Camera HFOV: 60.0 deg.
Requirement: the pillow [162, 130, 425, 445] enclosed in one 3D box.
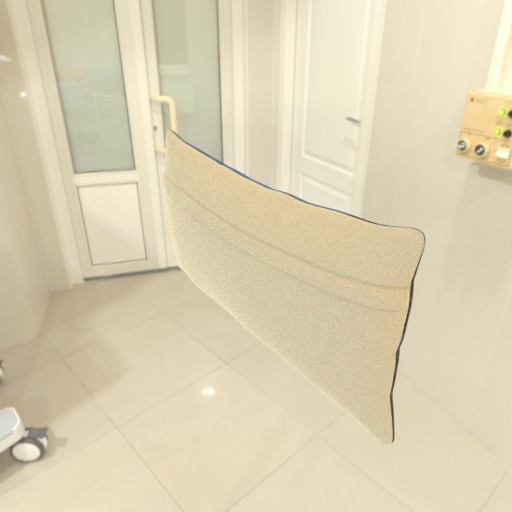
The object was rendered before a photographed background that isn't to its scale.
[{"bbox_3d":[0.000,0.000,0.721,0.148,0.307,0.604,-18,33,-31],"label":"pillow"}]
